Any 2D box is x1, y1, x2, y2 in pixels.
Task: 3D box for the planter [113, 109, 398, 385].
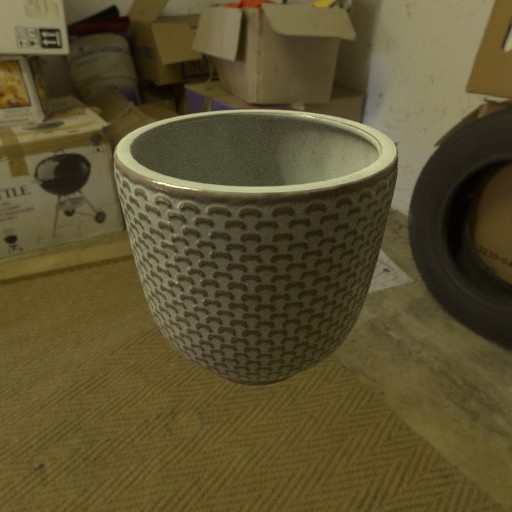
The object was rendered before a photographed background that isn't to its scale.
[{"bbox_3d":[0.000,0.000,0.361,0.197,0.191,0.197,0,31,0],"label":"planter"}]
